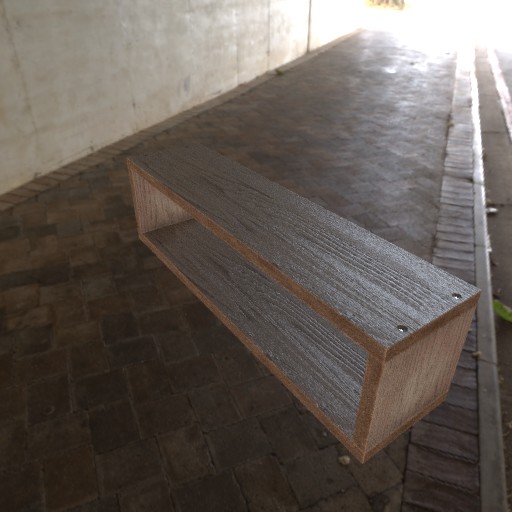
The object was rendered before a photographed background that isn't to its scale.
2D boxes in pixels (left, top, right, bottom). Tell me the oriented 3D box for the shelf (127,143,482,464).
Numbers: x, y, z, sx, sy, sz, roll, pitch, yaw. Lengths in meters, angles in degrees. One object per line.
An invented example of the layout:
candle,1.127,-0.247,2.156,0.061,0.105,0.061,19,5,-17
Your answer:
shelf,0.000,0.000,0.685,0.150,0.170,0.610,-21,38,-30
